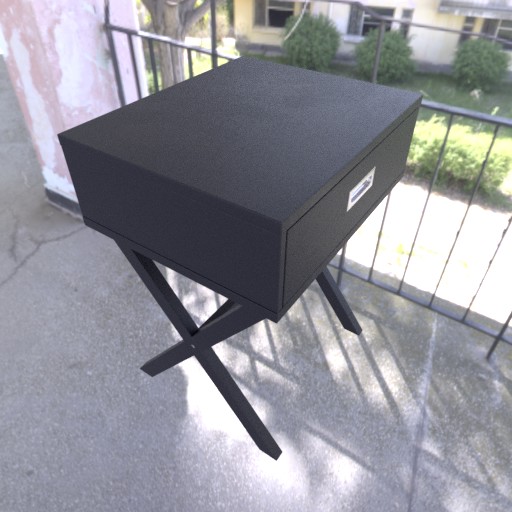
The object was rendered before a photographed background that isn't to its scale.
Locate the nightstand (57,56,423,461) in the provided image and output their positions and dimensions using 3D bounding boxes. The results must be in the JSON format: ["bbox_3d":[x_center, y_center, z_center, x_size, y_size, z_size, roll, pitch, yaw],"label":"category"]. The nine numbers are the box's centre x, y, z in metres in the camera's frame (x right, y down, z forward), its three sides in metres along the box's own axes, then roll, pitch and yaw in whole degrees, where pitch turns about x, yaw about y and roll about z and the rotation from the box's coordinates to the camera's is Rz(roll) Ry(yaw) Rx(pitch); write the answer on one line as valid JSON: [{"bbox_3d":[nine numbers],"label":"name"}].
[{"bbox_3d":[0.000,0.000,0.934,0.402,0.623,0.479,24,46,26],"label":"nightstand"}]
